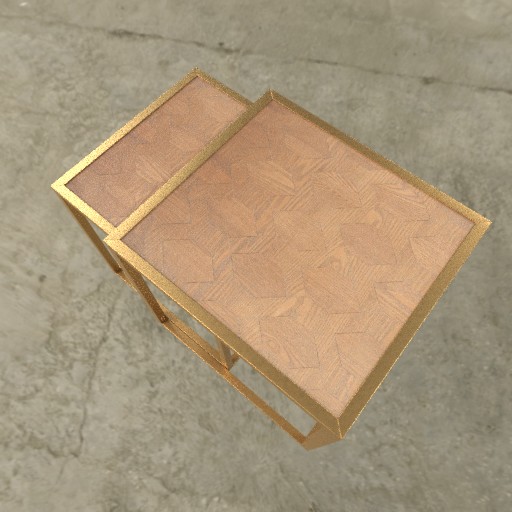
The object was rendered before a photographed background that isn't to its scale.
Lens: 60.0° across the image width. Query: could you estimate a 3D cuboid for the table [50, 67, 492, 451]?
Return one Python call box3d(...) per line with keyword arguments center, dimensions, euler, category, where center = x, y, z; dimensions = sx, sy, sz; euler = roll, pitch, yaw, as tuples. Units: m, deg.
box3d(center=(0.000, 0.000, 1.098), dimensions=(0.762, 0.505, 0.505), euler=(37, 70, 16), category="table")
